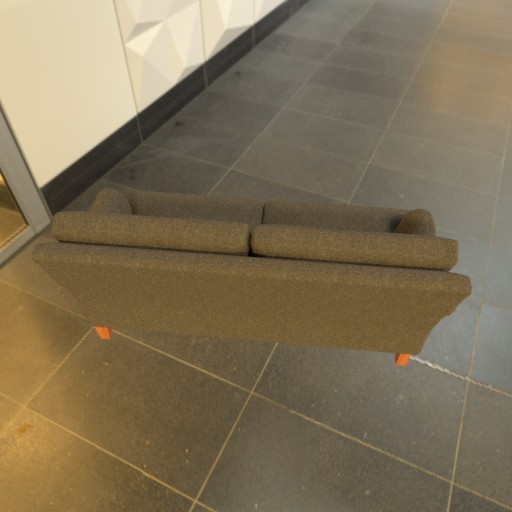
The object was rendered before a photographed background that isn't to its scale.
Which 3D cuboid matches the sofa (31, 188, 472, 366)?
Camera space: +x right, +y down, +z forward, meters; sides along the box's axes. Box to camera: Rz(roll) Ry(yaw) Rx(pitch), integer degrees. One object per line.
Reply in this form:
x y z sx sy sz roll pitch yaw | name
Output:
0.000 0.000 2.761 2.160 1.054 1.087 4 47 4 | sofa
